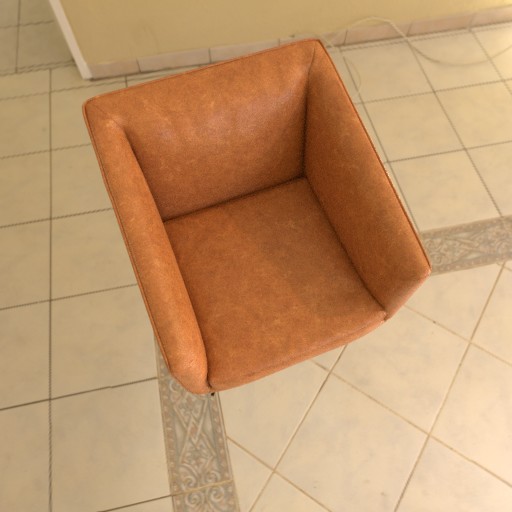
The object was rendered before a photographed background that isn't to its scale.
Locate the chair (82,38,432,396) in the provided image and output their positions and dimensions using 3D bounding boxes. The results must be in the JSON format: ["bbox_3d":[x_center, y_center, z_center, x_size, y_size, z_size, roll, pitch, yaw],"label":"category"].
[{"bbox_3d":[0.000,0.000,1.210,0.588,0.760,0.625,-19,65,-10],"label":"chair"}]
